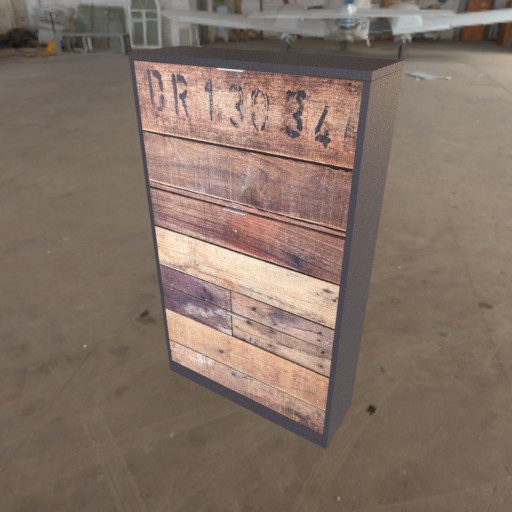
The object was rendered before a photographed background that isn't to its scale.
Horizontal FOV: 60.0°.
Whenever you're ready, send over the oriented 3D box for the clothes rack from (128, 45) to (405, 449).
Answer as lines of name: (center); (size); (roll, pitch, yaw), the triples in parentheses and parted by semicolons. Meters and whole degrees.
clothes rack: (0.000, 0.000, 1.547); (0.750, 1.280, 0.250); (18, 34, 27)
